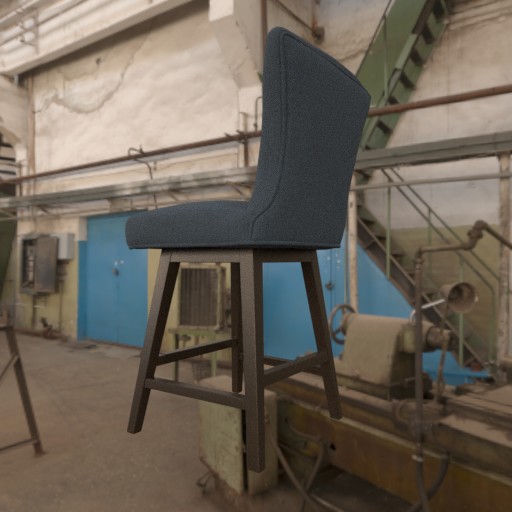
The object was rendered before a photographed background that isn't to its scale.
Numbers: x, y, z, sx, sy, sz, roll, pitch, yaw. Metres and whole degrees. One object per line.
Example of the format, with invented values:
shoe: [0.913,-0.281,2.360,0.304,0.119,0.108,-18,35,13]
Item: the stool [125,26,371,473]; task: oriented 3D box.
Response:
stool: [0.000,0.000,1.293,0.574,1.000,0.514,0,0,36]
